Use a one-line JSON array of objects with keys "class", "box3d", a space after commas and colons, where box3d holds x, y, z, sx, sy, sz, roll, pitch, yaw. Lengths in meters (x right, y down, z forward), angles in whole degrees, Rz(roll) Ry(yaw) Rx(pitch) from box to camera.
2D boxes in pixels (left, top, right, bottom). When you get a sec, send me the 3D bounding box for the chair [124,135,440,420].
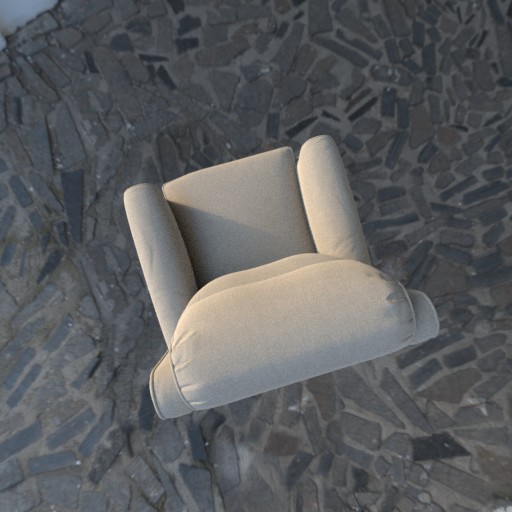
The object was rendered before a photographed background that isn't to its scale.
[{"class": "chair", "box3d": [0.000, 0.000, 1.692, 0.859, 1.046, 0.919, -16, 77, -4]}]
